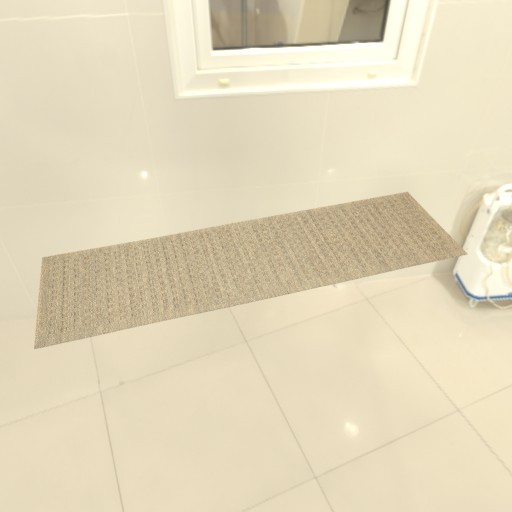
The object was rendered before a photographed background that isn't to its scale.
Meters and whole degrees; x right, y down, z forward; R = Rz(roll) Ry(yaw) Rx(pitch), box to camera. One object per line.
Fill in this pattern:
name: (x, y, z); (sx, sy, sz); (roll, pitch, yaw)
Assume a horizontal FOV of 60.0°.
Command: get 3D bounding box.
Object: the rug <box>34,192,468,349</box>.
rug: (0.000, 0.000, 2.636); (2.437, 0.005, 0.688); (-11, 44, -12)
